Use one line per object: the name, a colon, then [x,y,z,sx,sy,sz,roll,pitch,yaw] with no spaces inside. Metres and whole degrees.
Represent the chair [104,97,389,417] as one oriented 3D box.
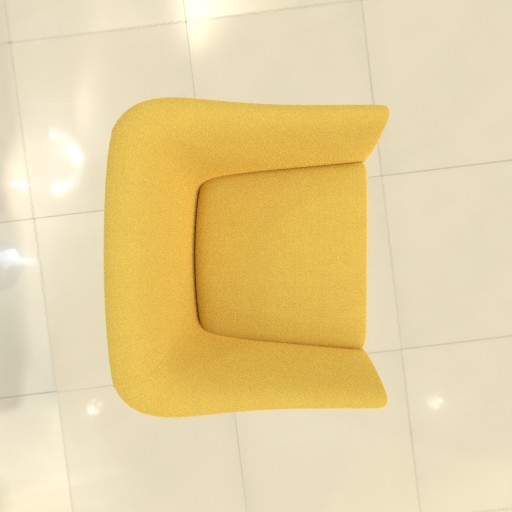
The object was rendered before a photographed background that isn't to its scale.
chair: [0.000,0.000,1.355,0.700,0.720,0.790,0,91,0]
